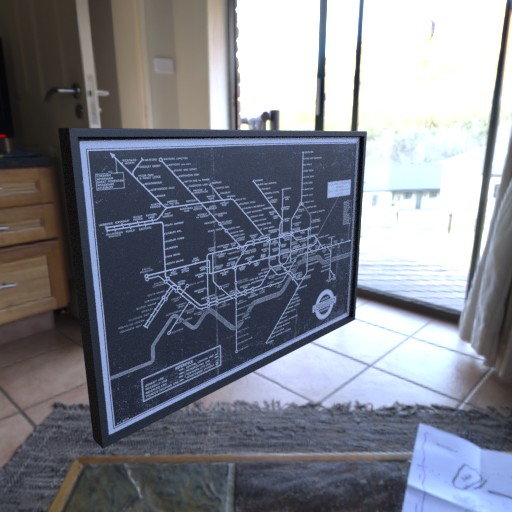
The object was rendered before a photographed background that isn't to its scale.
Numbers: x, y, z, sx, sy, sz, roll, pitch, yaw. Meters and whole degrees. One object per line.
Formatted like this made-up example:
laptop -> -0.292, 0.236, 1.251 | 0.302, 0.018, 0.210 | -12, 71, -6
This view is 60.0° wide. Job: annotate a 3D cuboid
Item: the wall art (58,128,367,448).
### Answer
wall art -> 0.000, 0.000, 0.551 | 0.443, 0.301, 0.021 | -15, 21, -43
